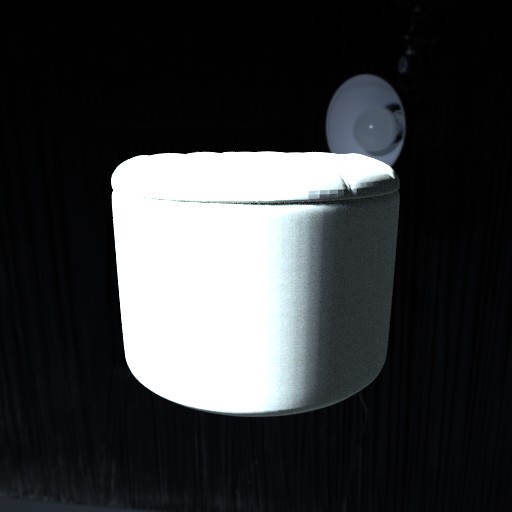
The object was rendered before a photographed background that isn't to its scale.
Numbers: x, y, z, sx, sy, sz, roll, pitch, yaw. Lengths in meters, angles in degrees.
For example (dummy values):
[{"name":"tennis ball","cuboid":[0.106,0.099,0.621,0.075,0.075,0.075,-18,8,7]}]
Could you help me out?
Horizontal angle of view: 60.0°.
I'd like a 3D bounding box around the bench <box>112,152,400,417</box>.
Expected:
[{"name":"bench","cuboid":[0.000,0.000,1.003,0.600,0.453,0.600,0,14,0]}]
